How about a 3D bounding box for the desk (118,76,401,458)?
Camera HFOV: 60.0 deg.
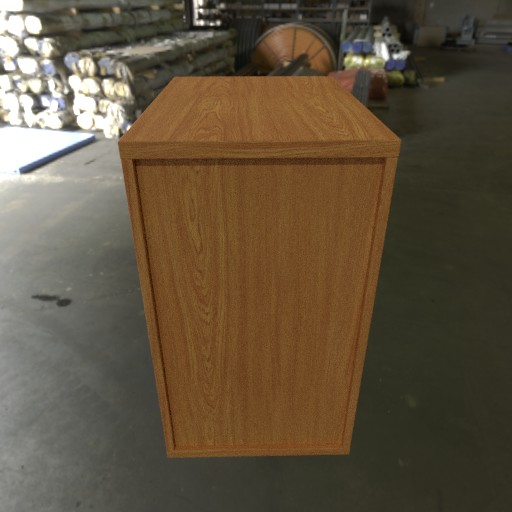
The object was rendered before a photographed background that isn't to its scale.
[{"bbox_3d":[0.000,0.000,1.073,0.404,0.730,0.600,-1,30,-1],"label":"desk"}]
